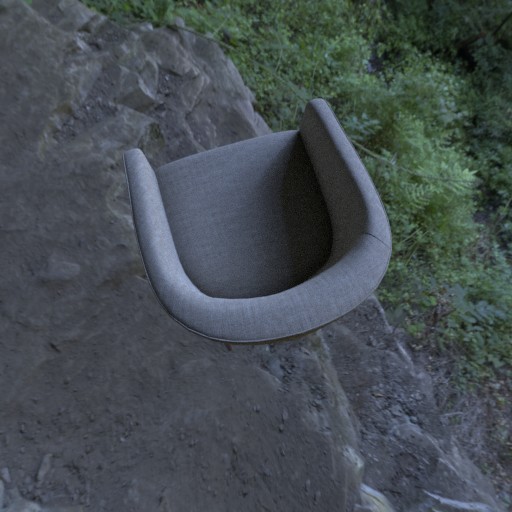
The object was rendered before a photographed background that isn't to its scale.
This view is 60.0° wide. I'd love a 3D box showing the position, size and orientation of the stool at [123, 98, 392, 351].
[{"bbox_3d":[0.000,0.000,1.431,0.559,1.078,0.607,-17,76,-4],"label":"stool"}]
